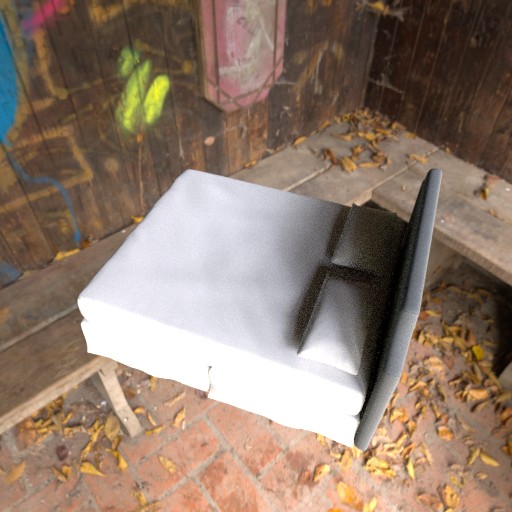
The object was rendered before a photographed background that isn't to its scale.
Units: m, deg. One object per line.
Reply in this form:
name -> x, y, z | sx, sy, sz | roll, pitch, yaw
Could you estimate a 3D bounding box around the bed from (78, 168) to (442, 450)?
bed -> 0.000, 0.000, 3.379 | 2.259, 1.296, 1.811 | 16, 48, 15
